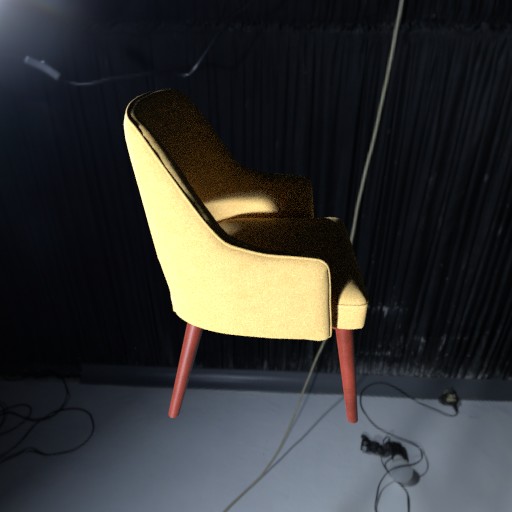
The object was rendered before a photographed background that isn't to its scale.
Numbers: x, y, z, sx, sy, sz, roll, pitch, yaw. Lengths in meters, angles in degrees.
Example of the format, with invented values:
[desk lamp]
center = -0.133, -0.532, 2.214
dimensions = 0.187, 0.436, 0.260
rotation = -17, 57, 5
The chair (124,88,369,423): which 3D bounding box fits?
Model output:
[chair]
center = 0.000, 0.000, 1.257
dimensions = 0.605, 0.849, 0.548
rotation = 1, 31, 1
